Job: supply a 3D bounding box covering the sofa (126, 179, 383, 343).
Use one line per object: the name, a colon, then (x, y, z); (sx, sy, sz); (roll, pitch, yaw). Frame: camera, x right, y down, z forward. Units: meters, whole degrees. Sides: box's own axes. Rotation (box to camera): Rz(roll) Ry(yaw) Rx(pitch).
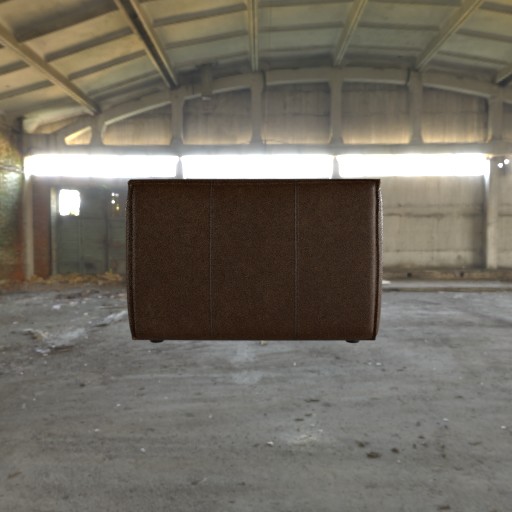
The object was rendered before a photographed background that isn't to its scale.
sofa: (0.000, 0.000, 3.064); (1.102, 0.701, 2.581); (0, 2, 0)
